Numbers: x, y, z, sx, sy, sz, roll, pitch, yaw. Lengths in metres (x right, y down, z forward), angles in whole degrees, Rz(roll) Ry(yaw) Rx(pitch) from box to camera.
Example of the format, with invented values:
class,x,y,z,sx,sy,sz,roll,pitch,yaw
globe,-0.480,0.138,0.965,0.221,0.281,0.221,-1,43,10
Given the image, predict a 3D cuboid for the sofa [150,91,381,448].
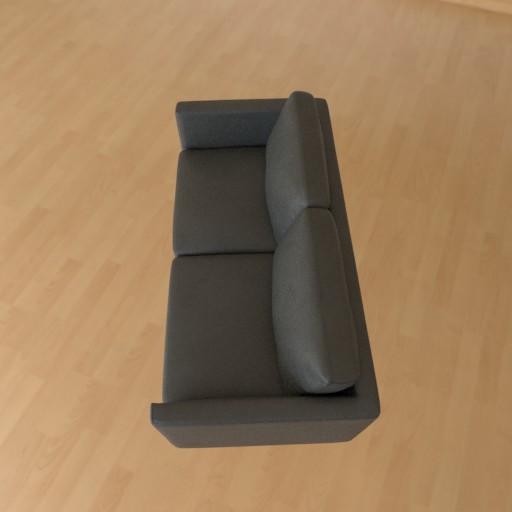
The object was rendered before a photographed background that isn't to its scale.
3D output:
class,x,y,z,sx,sy,sz,roll,pitch,yaw
sofa,0.000,0.000,2.461,0.951,0.933,1.883,-2,59,-1
